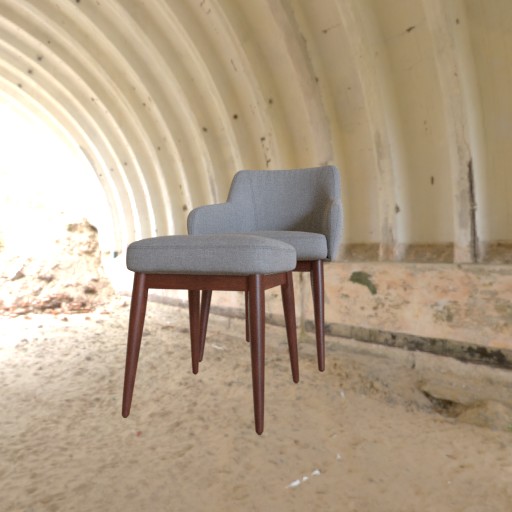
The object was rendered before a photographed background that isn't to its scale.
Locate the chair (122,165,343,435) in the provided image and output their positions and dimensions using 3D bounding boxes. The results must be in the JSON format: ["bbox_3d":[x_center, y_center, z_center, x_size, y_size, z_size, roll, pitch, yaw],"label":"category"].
[{"bbox_3d":[0.000,0.000,1.571,0.584,0.799,1.107,0,1,17],"label":"chair"}]
